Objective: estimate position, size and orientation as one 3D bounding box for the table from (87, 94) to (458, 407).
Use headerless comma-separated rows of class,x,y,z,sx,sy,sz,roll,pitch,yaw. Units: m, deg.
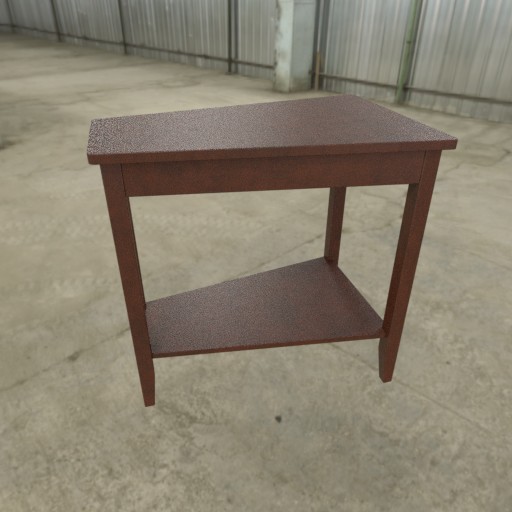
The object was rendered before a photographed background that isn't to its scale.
table,0.000,0.000,0.993,0.605,0.589,0.399,-8,32,-14
